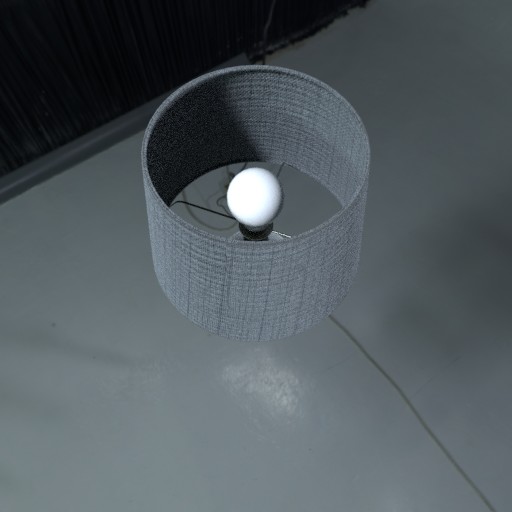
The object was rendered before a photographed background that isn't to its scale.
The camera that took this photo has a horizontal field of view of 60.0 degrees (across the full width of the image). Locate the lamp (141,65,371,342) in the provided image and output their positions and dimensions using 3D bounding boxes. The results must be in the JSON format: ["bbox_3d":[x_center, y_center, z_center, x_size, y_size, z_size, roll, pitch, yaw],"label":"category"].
[{"bbox_3d":[0.000,0.000,0.576,0.251,0.429,0.251,0,63,0],"label":"lamp"}]
